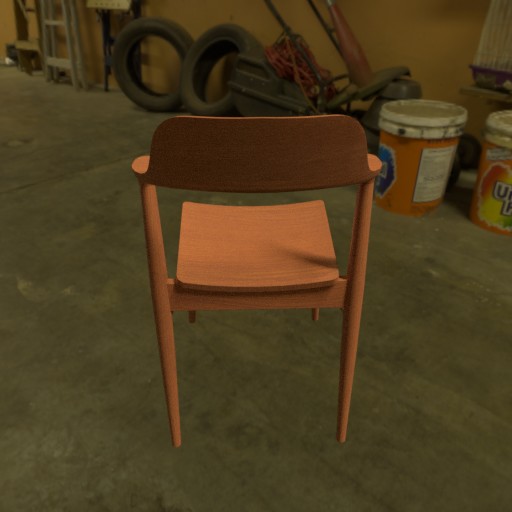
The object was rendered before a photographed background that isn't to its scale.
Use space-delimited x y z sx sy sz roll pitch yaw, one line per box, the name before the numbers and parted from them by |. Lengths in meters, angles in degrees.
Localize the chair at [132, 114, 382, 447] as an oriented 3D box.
chair | 0.000 0.000 1.113 0.496 0.801 0.499 -1 31 -2
